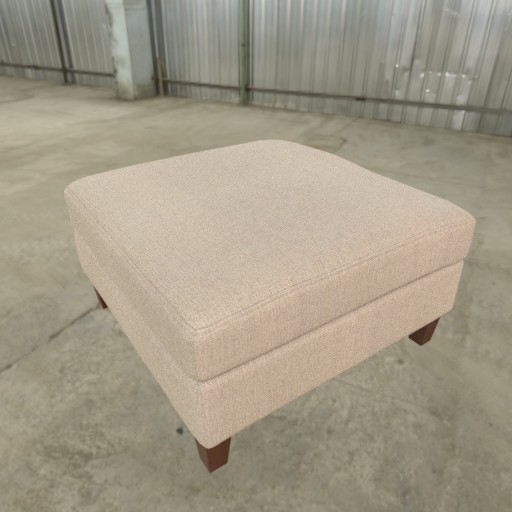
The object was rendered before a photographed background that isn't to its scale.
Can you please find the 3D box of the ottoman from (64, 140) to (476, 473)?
[{"bbox_3d":[0.000,0.000,1.303,0.838,0.481,0.838,-19,35,-29],"label":"ottoman"}]
